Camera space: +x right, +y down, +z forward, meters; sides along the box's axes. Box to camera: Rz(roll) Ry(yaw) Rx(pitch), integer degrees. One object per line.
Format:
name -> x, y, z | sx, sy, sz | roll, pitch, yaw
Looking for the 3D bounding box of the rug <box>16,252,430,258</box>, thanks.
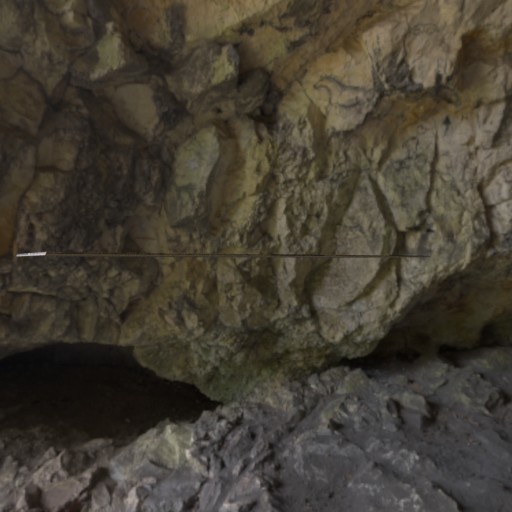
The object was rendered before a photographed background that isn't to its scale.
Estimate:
rug -> 0.000, 0.000, 2.477 | 2.287, 0.011, 0.687 | 0, -1, -36
